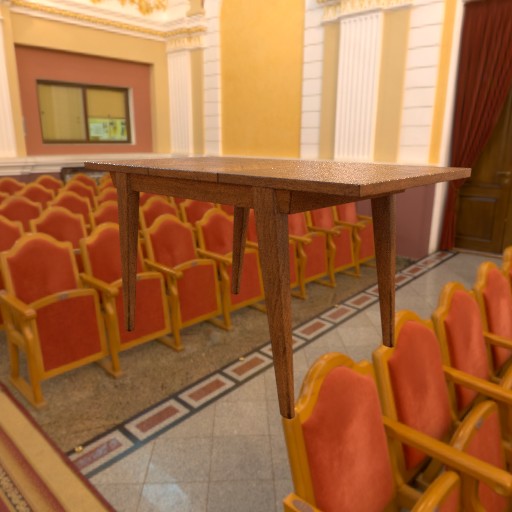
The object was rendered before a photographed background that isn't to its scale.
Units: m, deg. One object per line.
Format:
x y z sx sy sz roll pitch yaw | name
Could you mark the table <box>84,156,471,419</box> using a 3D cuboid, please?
0.000 0.000 1.880 1.400 0.760 0.757 14 20 42 | table
